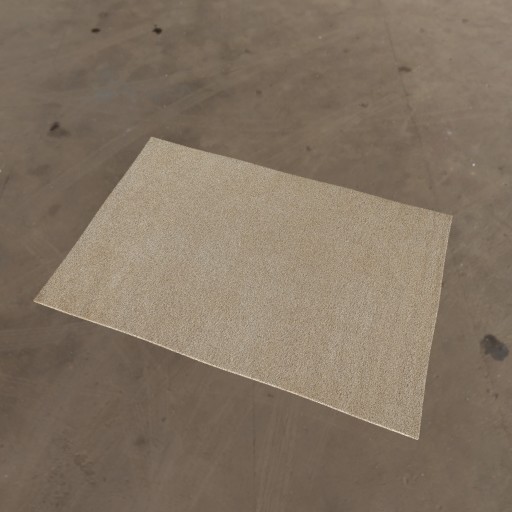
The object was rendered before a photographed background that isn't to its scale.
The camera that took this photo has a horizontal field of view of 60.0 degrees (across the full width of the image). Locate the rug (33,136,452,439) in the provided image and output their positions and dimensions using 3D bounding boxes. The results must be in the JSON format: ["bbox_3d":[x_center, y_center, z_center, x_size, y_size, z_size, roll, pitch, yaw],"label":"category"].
[{"bbox_3d":[0.000,0.000,3.351,2.699,0.025,1.800,17,58,11],"label":"rug"}]
